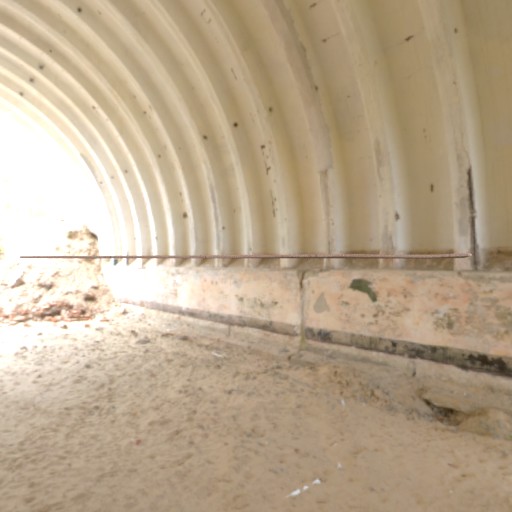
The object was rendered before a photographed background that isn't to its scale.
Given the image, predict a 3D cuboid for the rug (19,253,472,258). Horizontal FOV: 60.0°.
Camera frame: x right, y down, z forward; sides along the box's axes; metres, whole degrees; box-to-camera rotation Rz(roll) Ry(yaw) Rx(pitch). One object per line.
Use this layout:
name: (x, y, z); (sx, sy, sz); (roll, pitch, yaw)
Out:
rug: (0.000, 0.000, 2.282); (1.837, 0.025, 1.230); (0, 0, 17)
